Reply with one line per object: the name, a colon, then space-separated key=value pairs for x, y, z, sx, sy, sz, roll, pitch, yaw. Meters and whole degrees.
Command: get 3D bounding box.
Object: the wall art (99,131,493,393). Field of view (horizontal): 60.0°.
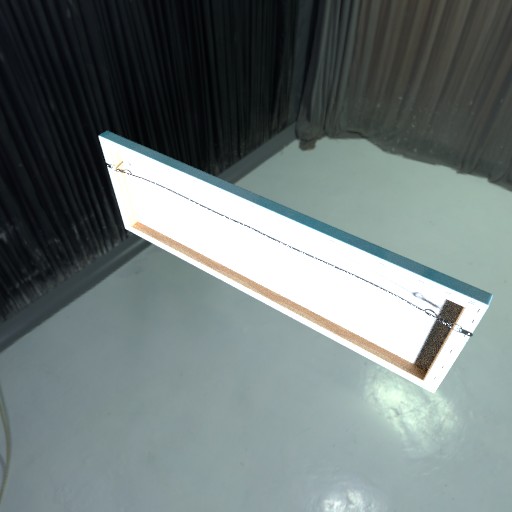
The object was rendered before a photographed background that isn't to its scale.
wall art: x=0.000 y=0.000 z=0.831 sx=0.759 sy=0.254 sz=0.044 roll=26 pitch=52 yaw=23
